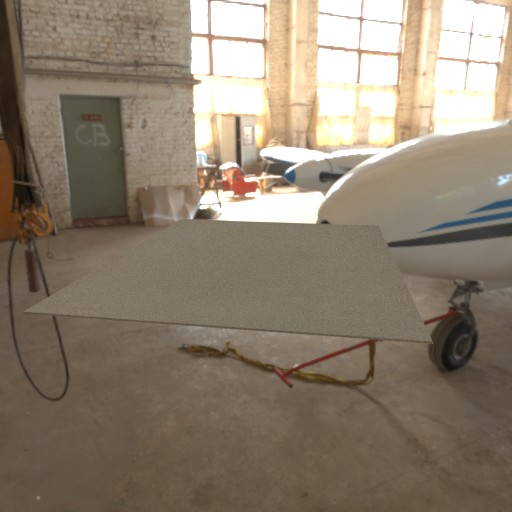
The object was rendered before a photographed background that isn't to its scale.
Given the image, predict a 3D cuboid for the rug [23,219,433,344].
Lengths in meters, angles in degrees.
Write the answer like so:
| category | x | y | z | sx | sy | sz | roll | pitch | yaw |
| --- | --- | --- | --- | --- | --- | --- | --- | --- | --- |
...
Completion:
| category | x | y | z | sx | sy | sz | roll | pitch | yaw |
| --- | --- | --- | --- | --- | --- | --- | --- | --- | --- |
| rug | 0.000 | 0.000 | 3.403 | 2.073 | 0.011 | 2.584 | 3 | 16 | 9 |
